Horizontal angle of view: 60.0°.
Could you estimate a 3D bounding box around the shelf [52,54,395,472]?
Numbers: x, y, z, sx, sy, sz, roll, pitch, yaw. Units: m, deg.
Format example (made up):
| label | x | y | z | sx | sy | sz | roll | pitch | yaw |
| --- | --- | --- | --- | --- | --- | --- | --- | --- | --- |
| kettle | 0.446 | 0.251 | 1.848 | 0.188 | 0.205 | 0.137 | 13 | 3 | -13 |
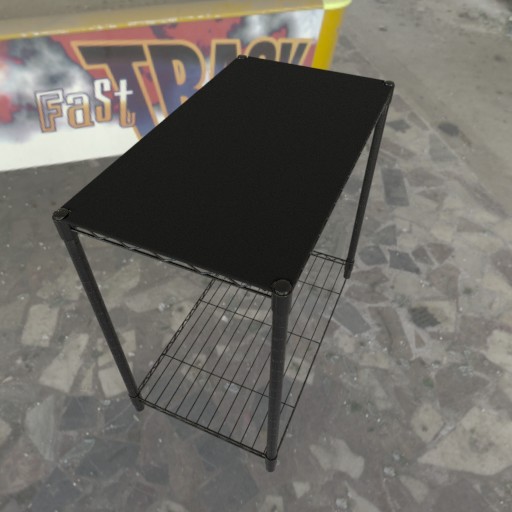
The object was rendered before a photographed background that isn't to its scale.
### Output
| label | x | y | z | sx | sy | sz | roll | pitch | yaw |
| --- | --- | --- | --- | --- | --- | --- | --- | --- | --- |
| shelf | 0.000 | 0.000 | 0.920 | 0.338 | 0.564 | 0.589 | 17 | 48 | 16 |
